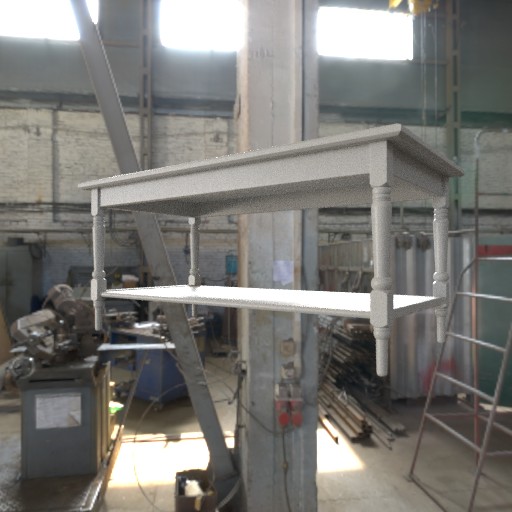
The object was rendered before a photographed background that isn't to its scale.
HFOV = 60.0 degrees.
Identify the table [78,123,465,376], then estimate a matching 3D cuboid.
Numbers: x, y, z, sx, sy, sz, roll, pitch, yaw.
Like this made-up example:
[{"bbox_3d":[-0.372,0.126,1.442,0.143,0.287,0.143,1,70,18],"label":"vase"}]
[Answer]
[{"bbox_3d":[0.000,0.000,1.401,1.109,0.506,0.551,0,-1,37],"label":"table"}]
